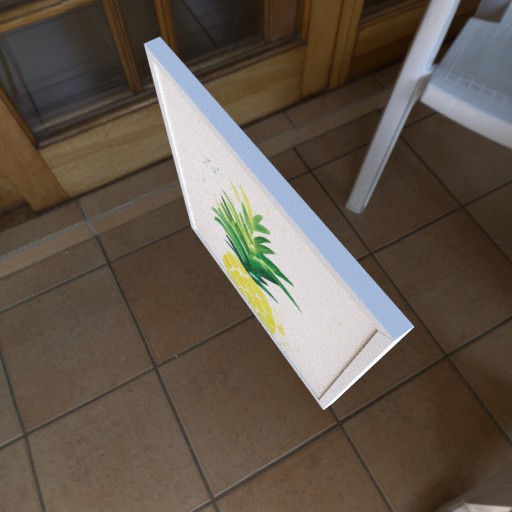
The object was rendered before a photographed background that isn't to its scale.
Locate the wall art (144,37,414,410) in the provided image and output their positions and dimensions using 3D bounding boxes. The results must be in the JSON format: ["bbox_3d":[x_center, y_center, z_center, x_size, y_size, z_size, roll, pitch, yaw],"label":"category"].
[{"bbox_3d":[0.000,0.000,1.126,0.038,0.761,0.763,-32,68,-15],"label":"wall art"}]
